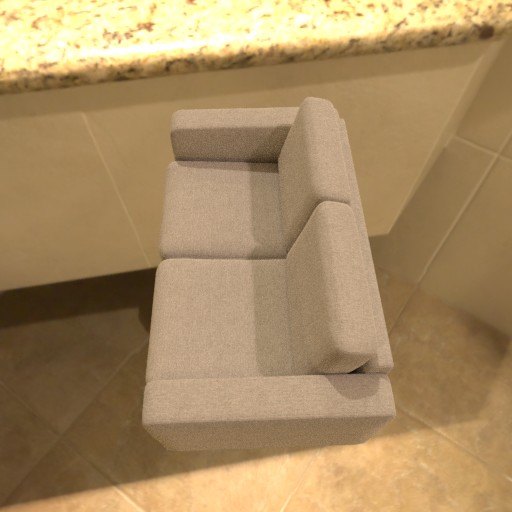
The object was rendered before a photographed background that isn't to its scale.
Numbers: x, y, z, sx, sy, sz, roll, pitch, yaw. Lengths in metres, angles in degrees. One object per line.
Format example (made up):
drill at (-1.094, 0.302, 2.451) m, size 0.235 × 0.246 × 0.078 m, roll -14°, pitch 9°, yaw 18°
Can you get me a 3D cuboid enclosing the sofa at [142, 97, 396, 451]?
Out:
sofa at (0.000, 0.000, 2.007) m, size 0.900 × 0.800 × 1.540 m, roll -2°, pitch 58°, yaw -1°
